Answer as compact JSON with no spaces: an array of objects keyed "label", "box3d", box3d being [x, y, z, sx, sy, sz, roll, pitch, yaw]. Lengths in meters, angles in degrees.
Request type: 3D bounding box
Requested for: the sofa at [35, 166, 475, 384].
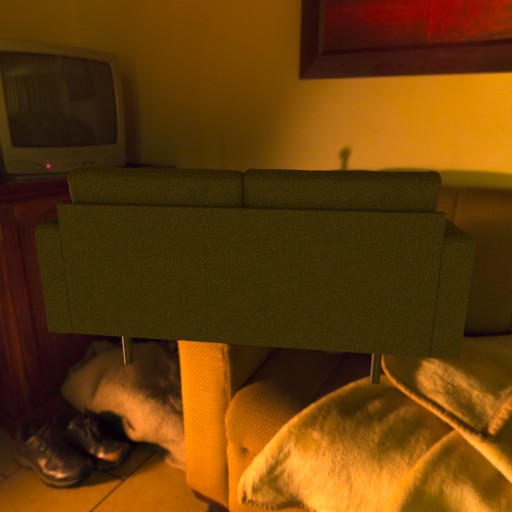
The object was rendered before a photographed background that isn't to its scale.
[{"label":"sofa","box3d":[0.000,0.000,2.176,1.730,0.897,0.889,2,16,8]}]
